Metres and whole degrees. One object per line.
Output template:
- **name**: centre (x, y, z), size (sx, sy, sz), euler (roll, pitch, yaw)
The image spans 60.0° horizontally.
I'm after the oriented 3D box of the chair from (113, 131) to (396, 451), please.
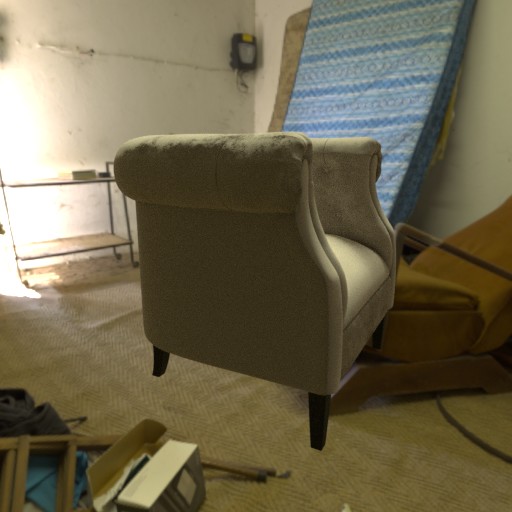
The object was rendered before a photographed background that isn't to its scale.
- **chair**: centre (0.000, 0.000, 1.568), size (0.851, 0.826, 0.904), euler (7, 16, 27)
